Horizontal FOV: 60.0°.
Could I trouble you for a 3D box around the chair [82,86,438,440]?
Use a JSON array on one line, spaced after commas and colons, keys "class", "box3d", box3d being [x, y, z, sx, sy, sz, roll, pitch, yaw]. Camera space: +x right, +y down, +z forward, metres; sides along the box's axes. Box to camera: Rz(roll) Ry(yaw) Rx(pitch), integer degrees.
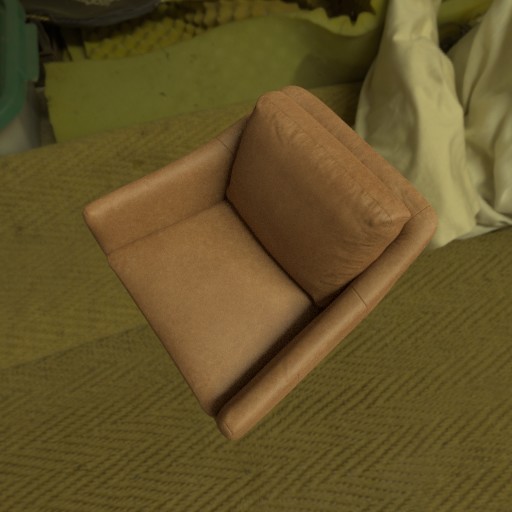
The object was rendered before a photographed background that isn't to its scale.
[{"class": "chair", "box3d": [0.000, 0.000, 1.727, 0.963, 0.895, 0.988, -33, 68, -15]}]
